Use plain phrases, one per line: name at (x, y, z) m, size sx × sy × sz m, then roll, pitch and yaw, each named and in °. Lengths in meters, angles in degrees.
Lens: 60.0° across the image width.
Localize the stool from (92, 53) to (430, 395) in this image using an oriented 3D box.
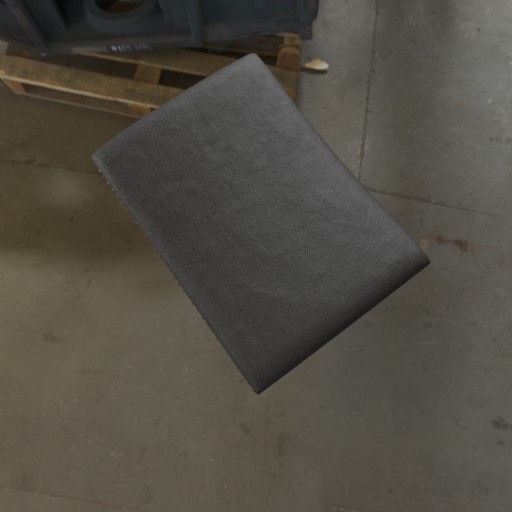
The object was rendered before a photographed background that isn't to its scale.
stool at (0.000, 0.000, 0.954) m, size 0.353 × 0.664 × 0.490 m, roll -35°, pitch 79°, yaw -8°
